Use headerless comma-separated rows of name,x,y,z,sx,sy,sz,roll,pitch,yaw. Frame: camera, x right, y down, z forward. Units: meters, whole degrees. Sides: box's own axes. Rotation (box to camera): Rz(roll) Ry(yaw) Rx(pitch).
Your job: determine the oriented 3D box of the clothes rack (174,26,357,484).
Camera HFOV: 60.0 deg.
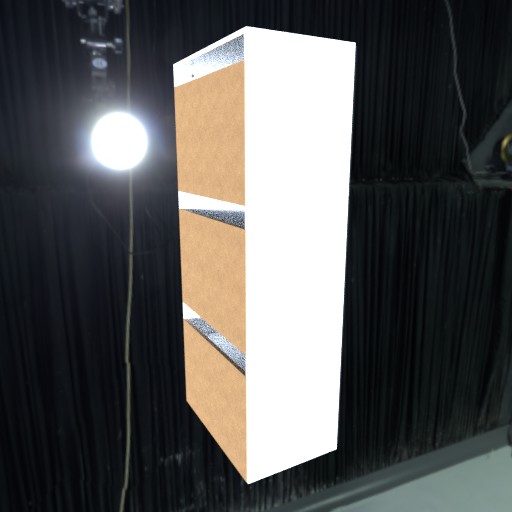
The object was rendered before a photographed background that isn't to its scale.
clothes rack,0.000,0.000,1.410,0.330,1.187,0.500,-7,15,-28
